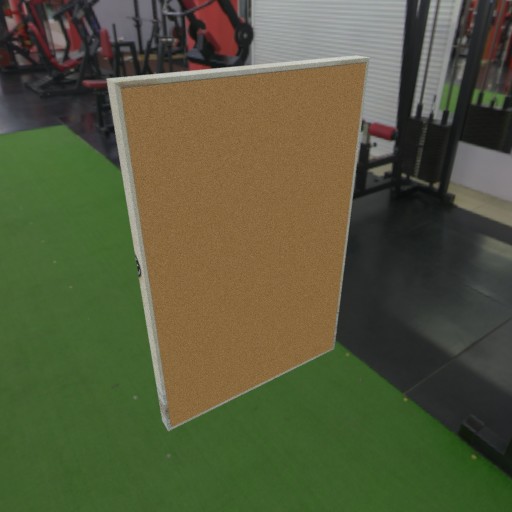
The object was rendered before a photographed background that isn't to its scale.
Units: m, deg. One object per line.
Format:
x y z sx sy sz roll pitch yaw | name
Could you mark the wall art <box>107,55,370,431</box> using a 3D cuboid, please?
0.000 0.000 0.963 0.508 0.764 0.038 -18 35 -28 | wall art
